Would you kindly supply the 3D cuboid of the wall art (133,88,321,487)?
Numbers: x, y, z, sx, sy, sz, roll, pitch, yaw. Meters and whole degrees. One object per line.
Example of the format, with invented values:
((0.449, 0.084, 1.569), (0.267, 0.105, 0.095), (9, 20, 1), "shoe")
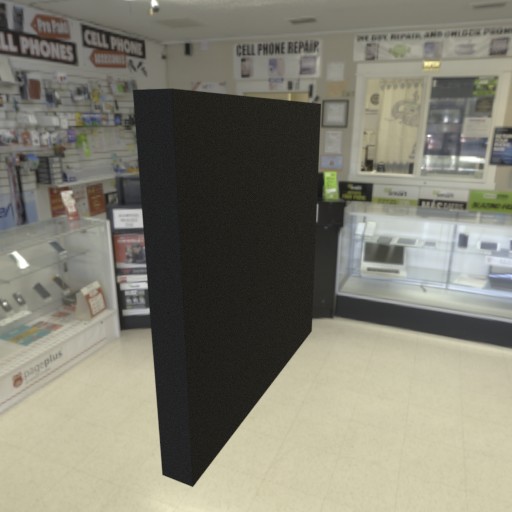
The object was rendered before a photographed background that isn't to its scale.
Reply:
((0.000, 0.000, 0.456), (0.030, 0.305, 0.308), (8, 19, 24), "wall art")
